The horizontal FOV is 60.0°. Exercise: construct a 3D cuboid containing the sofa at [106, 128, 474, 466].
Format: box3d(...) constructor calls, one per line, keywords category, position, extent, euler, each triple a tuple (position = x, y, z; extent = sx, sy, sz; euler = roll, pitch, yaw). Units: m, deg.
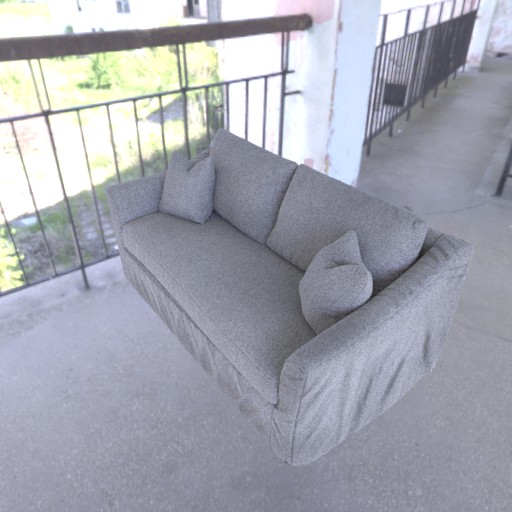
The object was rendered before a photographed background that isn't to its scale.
box3d(category="sofa", position=(0.000, 0.000, 2.631), extent=(1.072, 1.018, 2.010), euler=(-22, 39, -30))
